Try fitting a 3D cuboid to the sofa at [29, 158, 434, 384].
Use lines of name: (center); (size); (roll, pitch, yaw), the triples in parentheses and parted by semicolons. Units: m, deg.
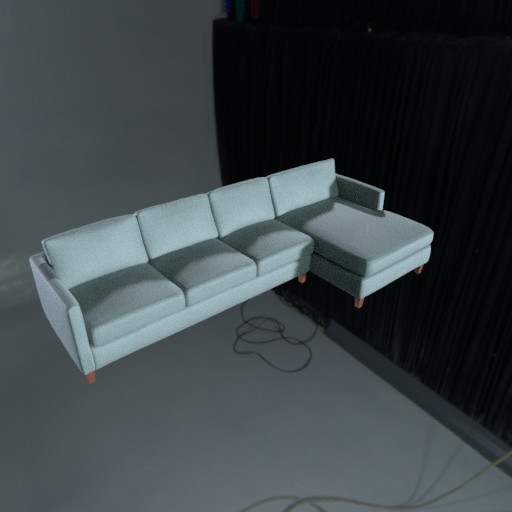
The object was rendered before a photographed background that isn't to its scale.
sofa: (0.000, 0.000, 4.099); (3.471, 0.950, 1.604); (-22, 36, -33)
